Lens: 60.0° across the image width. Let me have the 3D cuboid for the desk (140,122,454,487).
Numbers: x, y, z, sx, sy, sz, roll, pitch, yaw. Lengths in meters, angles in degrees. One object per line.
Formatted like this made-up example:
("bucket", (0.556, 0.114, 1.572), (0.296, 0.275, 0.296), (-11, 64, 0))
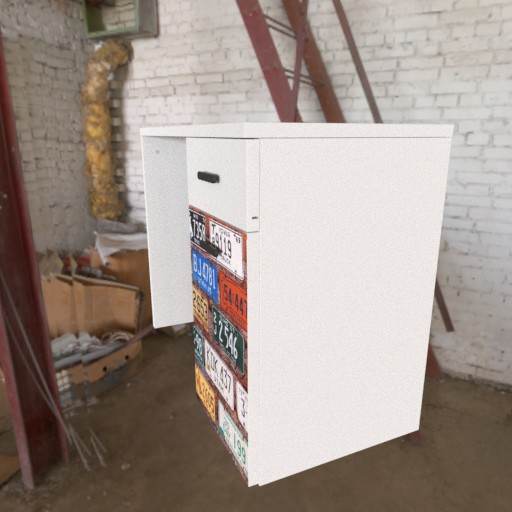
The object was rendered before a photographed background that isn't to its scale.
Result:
("desk", (0.000, 0.000, 1.303), (0.482, 0.730, 0.898), (-7, 17, -24))
